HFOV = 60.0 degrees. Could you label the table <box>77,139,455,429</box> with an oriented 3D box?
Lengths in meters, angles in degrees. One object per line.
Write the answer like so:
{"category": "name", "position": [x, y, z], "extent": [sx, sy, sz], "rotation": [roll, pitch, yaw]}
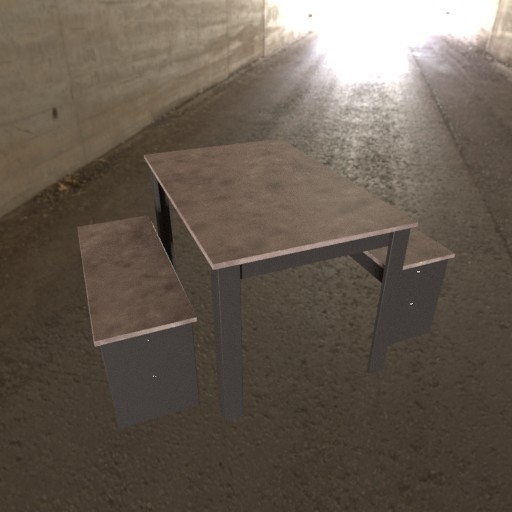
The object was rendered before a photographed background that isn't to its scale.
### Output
{"category": "table", "position": [0.000, 0.000, 1.999], "extent": [1.443, 0.700, 1.100], "rotation": [-12, 32, -19]}
